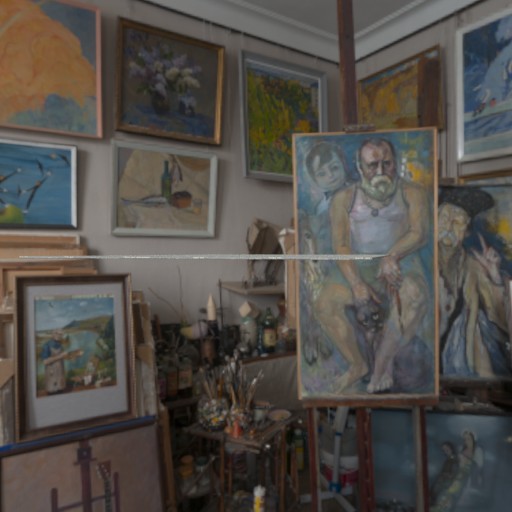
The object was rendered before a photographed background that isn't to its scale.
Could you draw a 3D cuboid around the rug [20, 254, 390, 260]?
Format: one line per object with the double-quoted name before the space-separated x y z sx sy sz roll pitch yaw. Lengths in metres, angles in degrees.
"rug" 0.000 0.000 4.364 2.438 0.013 3.353 0 0 18
